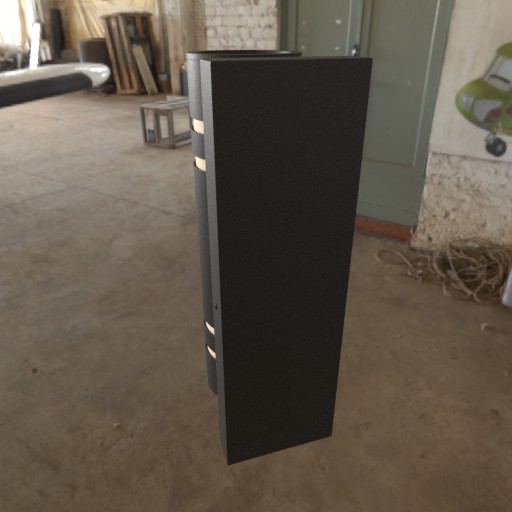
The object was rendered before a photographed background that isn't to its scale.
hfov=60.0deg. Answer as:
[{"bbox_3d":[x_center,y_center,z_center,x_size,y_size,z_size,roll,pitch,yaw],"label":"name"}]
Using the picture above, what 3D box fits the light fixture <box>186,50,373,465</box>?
[{"bbox_3d":[0.000,0.000,0.397,0.105,0.330,0.149,-9,28,-16],"label":"light fixture"}]
